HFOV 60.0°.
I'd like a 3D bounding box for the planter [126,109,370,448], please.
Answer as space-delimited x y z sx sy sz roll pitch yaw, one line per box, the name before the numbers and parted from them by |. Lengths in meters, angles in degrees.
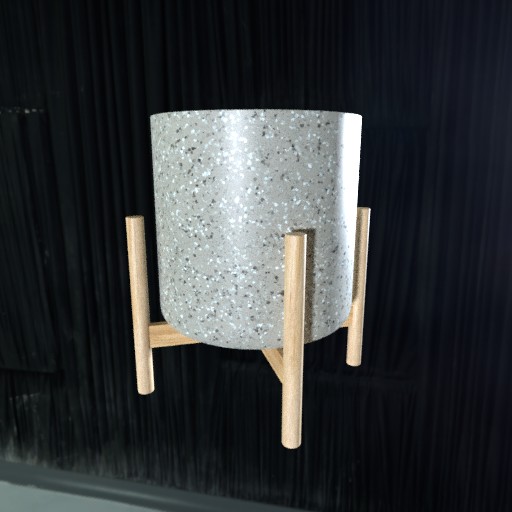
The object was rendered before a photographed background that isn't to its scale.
planter | 0.000 0.000 0.703 0.360 0.419 0.360 2 14 8
